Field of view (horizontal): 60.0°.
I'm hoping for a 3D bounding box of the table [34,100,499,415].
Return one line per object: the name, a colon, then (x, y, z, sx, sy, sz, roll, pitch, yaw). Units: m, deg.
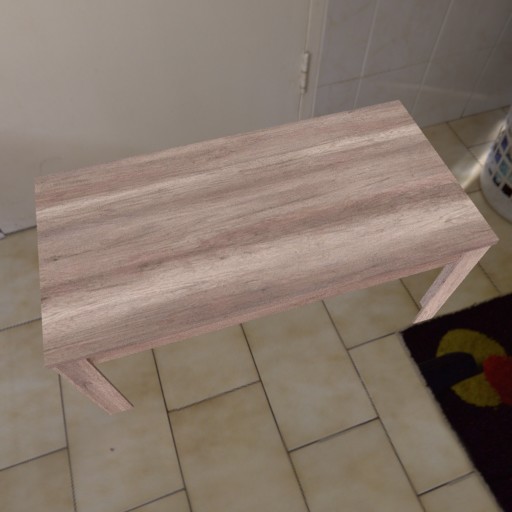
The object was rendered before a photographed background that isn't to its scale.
table: (0.000, 0.000, 2.229, 1.800, 0.790, 0.900, -15, 59, -9)
